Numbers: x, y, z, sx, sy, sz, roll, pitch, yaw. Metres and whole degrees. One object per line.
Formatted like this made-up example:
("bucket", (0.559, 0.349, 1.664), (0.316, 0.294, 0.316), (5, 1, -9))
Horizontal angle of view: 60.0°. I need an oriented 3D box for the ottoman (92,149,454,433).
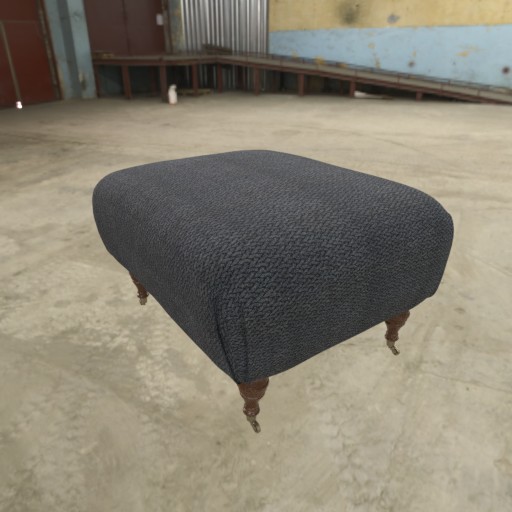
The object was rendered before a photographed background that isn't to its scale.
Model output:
("ottoman", (0.000, 0.000, 1.136), (0.622, 0.450, 0.747), (-17, 30, -31))
